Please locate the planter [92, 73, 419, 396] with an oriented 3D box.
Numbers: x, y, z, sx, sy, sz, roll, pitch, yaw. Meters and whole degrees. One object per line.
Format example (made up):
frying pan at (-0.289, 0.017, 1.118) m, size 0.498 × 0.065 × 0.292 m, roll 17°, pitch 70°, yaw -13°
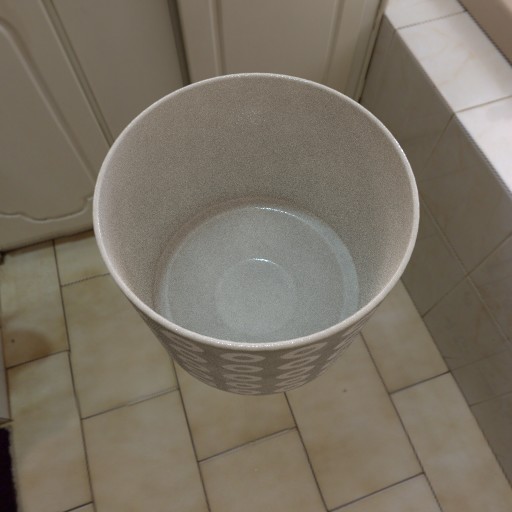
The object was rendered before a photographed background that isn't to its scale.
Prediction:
planter at (0.000, 0.000, 0.341) m, size 0.190 × 0.181 × 0.190 m, roll 0°, pitch 64°, yaw 0°
